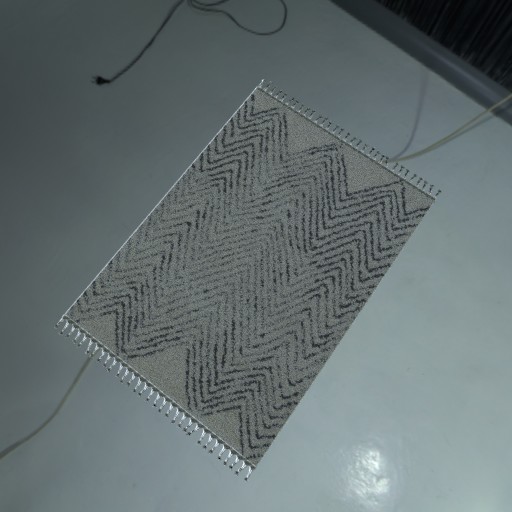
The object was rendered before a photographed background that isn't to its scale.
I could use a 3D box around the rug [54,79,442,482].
[{"bbox_3d":[0.000,0.000,2.353,1.230,0.014,1.847,35,78,9],"label":"rug"}]
